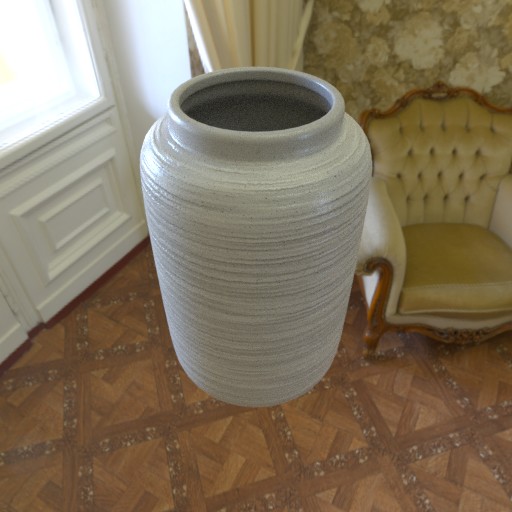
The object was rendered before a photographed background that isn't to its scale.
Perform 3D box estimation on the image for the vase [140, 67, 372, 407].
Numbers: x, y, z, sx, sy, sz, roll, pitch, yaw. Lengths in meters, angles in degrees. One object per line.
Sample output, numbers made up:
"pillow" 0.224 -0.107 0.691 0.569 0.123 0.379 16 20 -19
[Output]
"vase" 0.000 0.000 0.458 0.202 0.335 0.202 0 42 0
